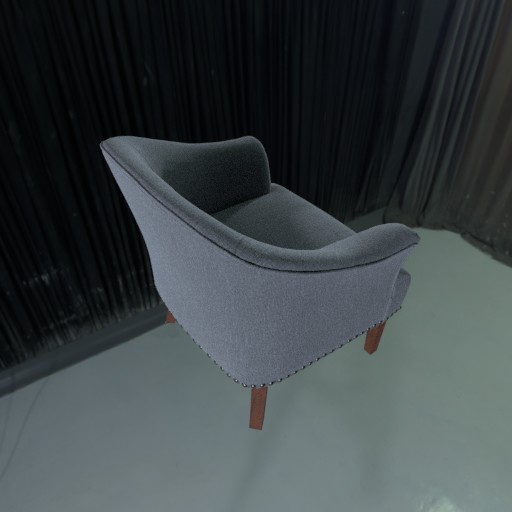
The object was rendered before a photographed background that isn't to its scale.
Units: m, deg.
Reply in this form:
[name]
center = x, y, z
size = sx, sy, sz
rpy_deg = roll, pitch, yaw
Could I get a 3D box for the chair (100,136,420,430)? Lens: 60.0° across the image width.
[chair]
center = 0.000, 0.000, 1.424
size = 0.704, 0.815, 0.798
rpy_deg = -25, 46, -27
